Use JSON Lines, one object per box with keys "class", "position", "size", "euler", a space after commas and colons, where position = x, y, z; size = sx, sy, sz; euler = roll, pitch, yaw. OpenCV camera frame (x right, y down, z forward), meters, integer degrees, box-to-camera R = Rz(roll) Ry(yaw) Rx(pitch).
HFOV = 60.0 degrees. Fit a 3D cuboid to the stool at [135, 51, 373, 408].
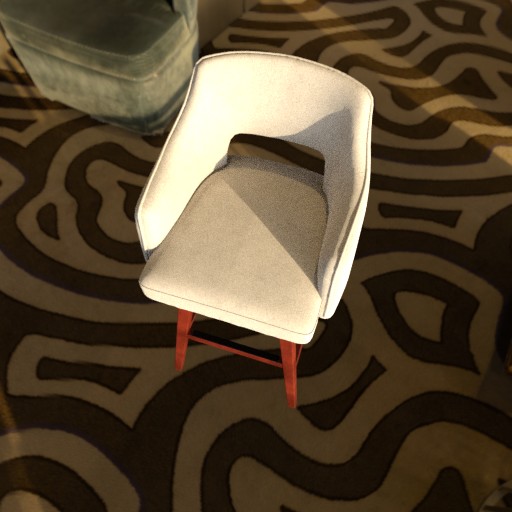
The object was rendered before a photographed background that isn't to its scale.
{"class": "stool", "position": [0.000, 0.000, 1.357], "size": [0.548, 1.012, 0.558], "euler": [15, 59, 10]}
